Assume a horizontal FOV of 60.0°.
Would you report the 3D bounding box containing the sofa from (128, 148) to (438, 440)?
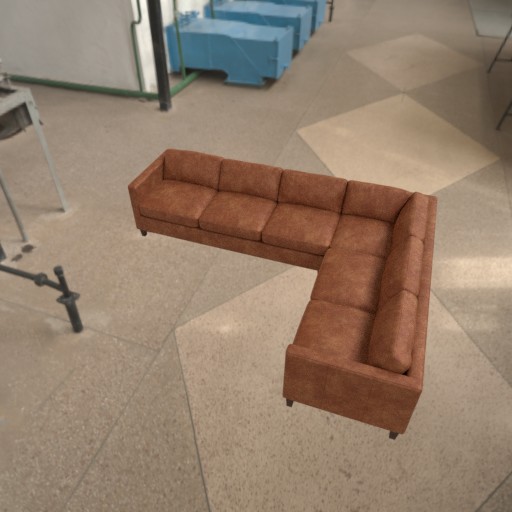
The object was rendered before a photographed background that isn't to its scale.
[{"bbox_3d":[0.000,0.000,4.300,3.167,0.838,2.438,13,42,15],"label":"sofa"}]
